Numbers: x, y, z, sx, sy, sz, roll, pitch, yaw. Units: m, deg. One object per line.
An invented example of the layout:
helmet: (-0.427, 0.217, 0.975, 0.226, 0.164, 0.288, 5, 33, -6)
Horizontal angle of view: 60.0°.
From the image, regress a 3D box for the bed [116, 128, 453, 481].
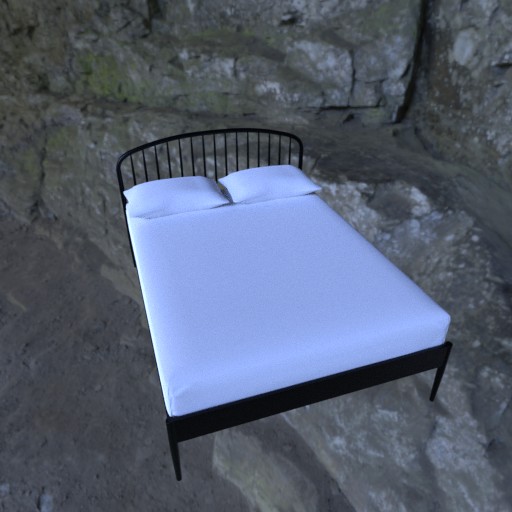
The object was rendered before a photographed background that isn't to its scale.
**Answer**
bed: (0.000, 0.000, 3.066, 1.618, 1.166, 2.159, -10, 34, -16)
